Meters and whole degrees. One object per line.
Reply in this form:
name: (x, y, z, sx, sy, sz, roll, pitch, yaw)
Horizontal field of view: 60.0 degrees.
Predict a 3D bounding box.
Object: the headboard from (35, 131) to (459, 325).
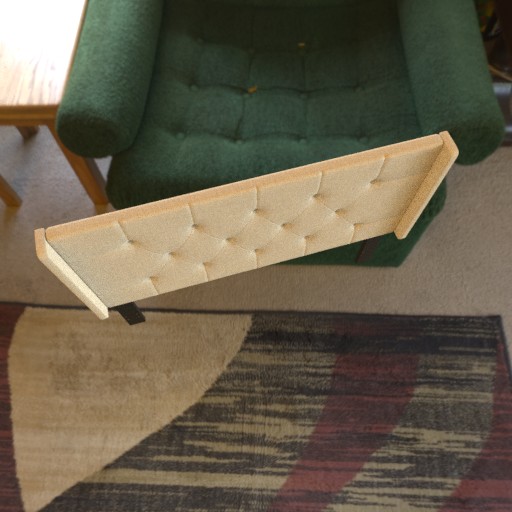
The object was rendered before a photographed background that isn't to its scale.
headboard: (0.000, 0.000, 2.782, 2.051, 1.524, 0.184, -15, 65, -7)
